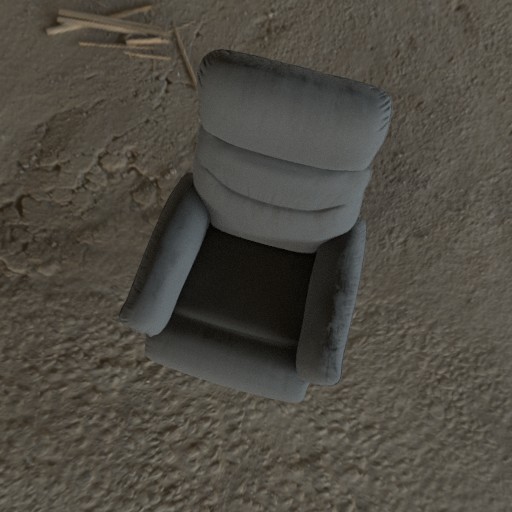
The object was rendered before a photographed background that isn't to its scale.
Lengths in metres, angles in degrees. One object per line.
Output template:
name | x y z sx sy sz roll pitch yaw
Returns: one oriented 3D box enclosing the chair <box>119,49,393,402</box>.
chair | 0.000 0.000 1.708 0.820 1.037 1.004 16 76 4
